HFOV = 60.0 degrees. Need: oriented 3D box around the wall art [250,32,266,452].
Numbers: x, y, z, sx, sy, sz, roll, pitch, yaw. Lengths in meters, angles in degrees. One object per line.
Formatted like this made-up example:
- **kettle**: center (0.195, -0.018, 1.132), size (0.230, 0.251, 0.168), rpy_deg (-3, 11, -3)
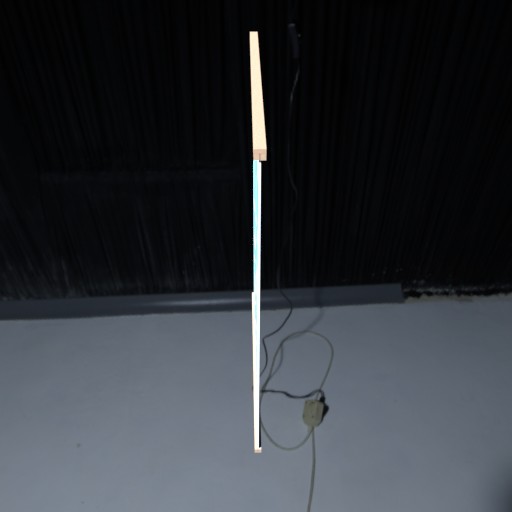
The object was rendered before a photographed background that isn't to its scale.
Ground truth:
- **wall art**: center (0.000, 0.000, 1.901), size (0.030, 1.519, 0.990), rpy_deg (-1, 41, -1)
